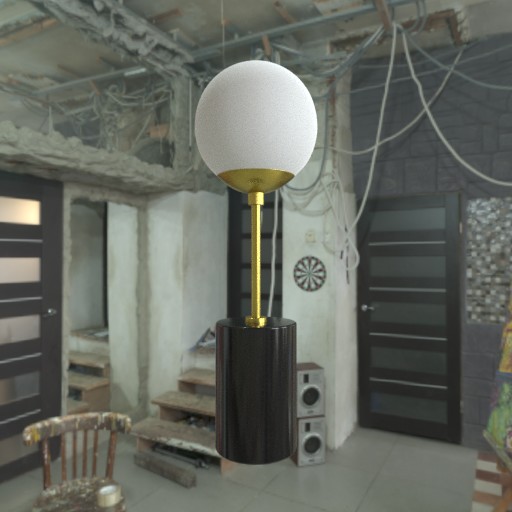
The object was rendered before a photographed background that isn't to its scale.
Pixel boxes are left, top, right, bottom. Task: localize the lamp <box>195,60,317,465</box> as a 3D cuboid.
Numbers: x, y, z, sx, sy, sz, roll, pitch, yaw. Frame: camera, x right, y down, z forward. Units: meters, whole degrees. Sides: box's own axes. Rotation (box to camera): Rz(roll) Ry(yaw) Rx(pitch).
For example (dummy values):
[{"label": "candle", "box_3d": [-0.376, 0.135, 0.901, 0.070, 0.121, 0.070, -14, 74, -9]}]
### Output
[{"label": "lamp", "box_3d": [0.000, 0.000, 0.560, 0.153, 0.480, 0.153, 0, 0, 0]}]
